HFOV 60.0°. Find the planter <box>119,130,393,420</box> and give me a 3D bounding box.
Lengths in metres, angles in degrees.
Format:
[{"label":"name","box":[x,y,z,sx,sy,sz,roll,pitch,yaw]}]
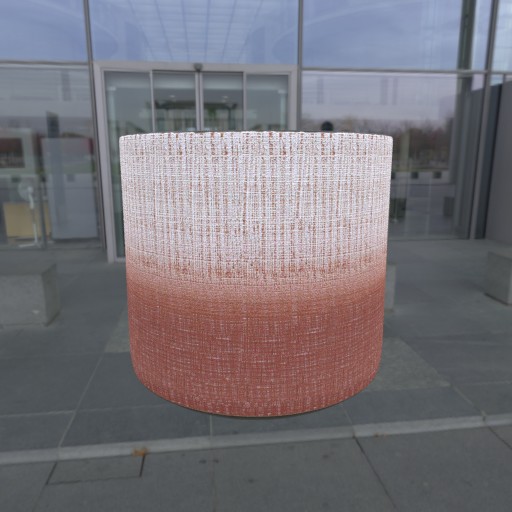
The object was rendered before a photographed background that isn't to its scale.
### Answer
[{"label":"planter","box":[0.000,0.000,0.388,0.221,0.201,0.221,0,13,0]}]
